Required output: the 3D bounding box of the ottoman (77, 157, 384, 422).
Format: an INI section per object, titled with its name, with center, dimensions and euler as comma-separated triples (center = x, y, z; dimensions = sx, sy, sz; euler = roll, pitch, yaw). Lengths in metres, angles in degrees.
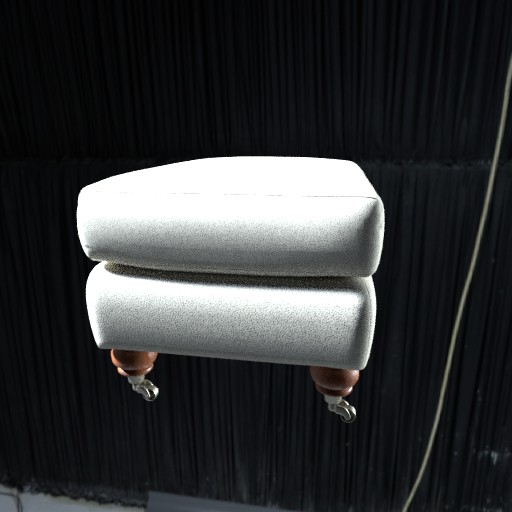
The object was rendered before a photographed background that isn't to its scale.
[ottoman]
center = 0.000, 0.000, 1.166
dimensions = 0.569, 0.499, 0.773
euler = 3, 15, 10
